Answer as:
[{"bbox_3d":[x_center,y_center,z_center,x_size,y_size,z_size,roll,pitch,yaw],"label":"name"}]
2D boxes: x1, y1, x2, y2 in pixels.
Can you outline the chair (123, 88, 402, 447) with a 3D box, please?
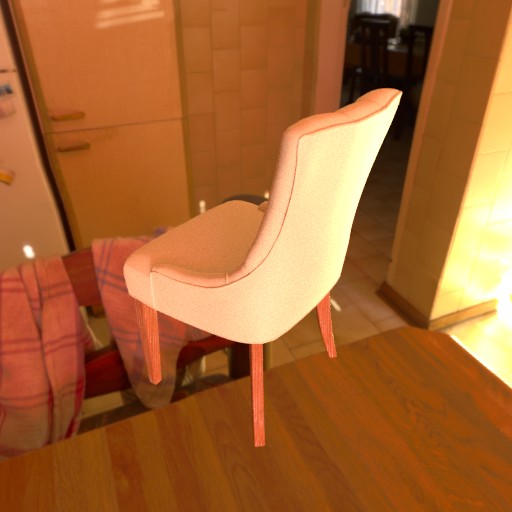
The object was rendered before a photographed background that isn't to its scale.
[{"bbox_3d":[0.000,0.000,1.211,0.565,0.874,0.509,21,38,30],"label":"chair"}]
